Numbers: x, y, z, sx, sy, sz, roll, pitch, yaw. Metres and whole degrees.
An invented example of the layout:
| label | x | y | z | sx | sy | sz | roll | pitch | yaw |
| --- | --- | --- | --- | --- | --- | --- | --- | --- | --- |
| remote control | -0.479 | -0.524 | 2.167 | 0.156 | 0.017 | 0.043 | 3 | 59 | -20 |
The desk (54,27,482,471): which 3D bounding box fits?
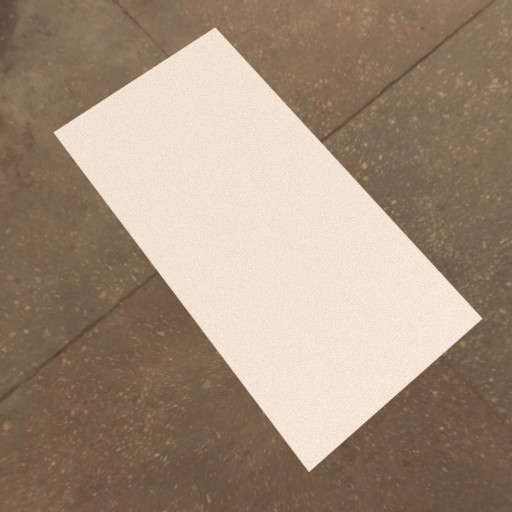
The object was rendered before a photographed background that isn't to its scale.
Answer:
| label | x | y | z | sx | sy | sz | roll | pitch | yaw |
| --- | --- | --- | --- | --- | --- | --- | --- | --- | --- |
| desk | 0.000 | 0.000 | 1.515 | 0.560 | 0.735 | 1.097 | -37 | 78 | -9 |
